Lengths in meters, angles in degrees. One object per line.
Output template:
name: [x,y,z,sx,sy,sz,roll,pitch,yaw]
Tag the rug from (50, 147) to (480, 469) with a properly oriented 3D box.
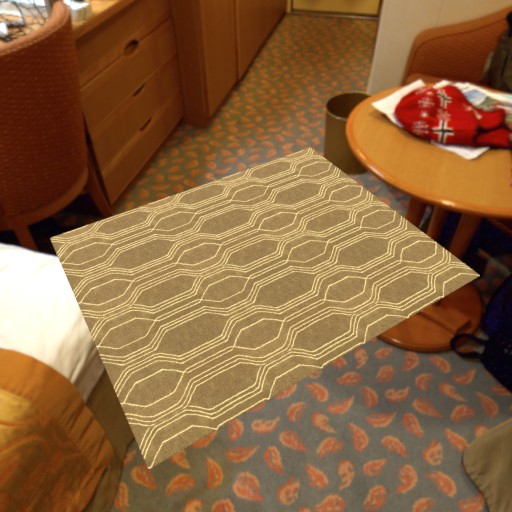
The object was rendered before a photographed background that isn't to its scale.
rug: [0.000,0.000,4.021,3.062,0.012,2.457,-24,50,-22]
